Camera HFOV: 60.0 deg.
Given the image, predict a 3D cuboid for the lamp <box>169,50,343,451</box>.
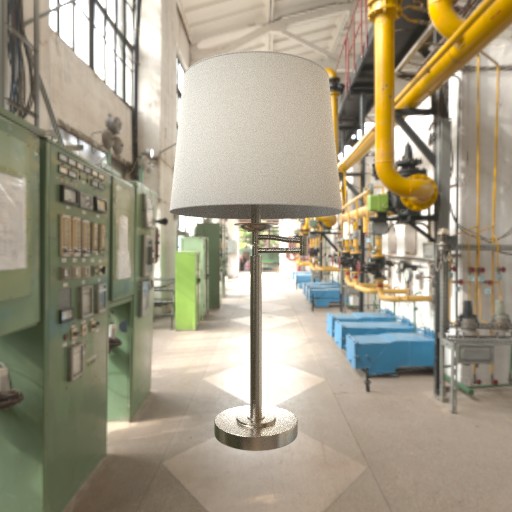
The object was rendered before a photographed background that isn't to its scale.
[{"bbox_3d":[0.000,0.000,0.870,0.333,0.696,0.333,0,1,0],"label":"lamp"}]
